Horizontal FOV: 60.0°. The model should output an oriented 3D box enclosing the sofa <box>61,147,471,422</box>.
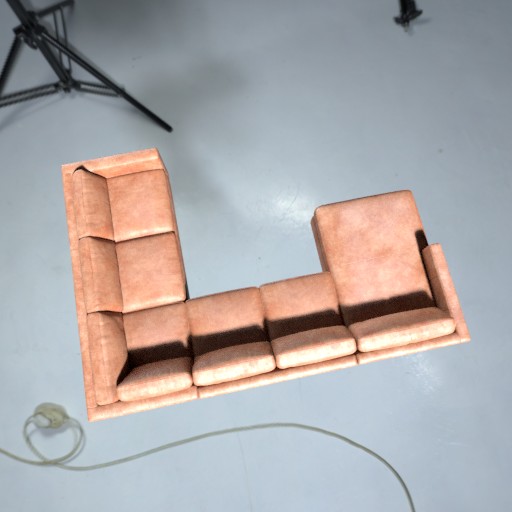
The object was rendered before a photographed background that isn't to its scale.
[{"bbox_3d":[0.000,0.000,4.409,3.401,0.832,2.430,-11,76,-3],"label":"sofa"}]
